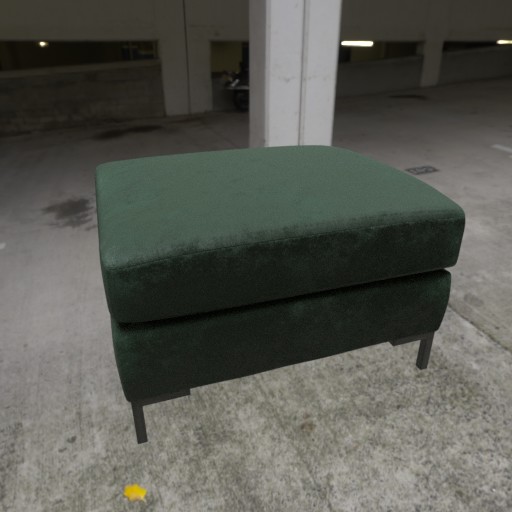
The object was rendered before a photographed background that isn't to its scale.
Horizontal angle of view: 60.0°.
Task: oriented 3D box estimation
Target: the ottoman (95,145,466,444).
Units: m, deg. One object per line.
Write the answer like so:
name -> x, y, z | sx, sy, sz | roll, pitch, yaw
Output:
ottoman -> 0.000, 0.000, 1.297 | 0.839, 0.538, 0.701 | -9, 28, -17
